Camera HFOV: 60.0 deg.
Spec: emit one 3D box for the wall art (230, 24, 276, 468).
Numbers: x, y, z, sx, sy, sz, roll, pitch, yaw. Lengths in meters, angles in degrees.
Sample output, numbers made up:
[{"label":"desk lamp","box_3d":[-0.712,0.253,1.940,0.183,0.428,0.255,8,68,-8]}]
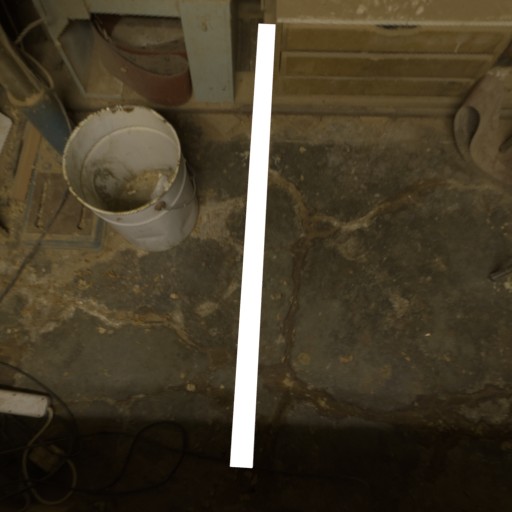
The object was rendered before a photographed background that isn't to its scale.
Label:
[{"label":"wall art","box_3d":[0.000,0.000,1.167,0.038,0.609,0.914,3,74,1]}]
